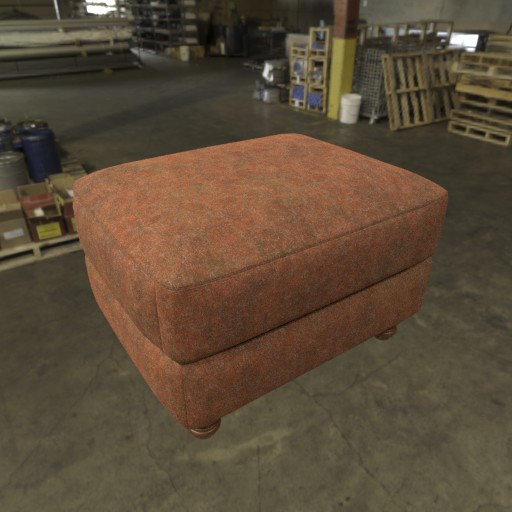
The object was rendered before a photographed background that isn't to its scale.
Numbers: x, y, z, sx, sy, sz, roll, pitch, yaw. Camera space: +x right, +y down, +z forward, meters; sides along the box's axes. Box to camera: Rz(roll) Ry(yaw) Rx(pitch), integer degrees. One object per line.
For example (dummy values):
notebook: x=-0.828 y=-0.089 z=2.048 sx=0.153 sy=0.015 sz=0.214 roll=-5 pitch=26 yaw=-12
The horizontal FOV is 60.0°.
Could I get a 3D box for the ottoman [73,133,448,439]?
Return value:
ottoman: x=0.000 y=0.000 z=1.165 sx=0.787 sy=0.508 sz=0.635 roll=-19 pitch=35 yaw=-29
